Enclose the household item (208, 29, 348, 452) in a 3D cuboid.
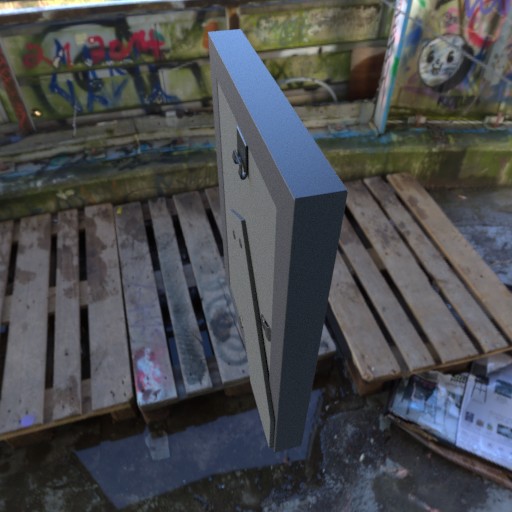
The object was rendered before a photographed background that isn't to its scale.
[{"bbox_3d":[0.000,0.000,0.230,0.022,0.178,0.133,-10,46,-10],"label":"household item"}]
